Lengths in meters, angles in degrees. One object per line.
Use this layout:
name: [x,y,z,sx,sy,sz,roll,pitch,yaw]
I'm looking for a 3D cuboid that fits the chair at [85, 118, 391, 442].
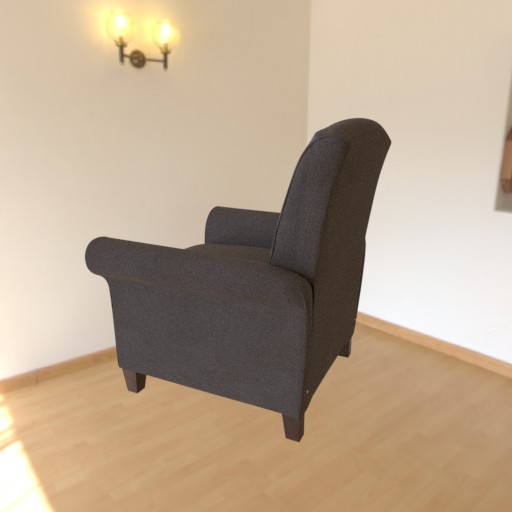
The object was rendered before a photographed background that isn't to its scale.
chair: [0.000,0.000,1.812,0.905,1.061,0.978,7,16,25]
